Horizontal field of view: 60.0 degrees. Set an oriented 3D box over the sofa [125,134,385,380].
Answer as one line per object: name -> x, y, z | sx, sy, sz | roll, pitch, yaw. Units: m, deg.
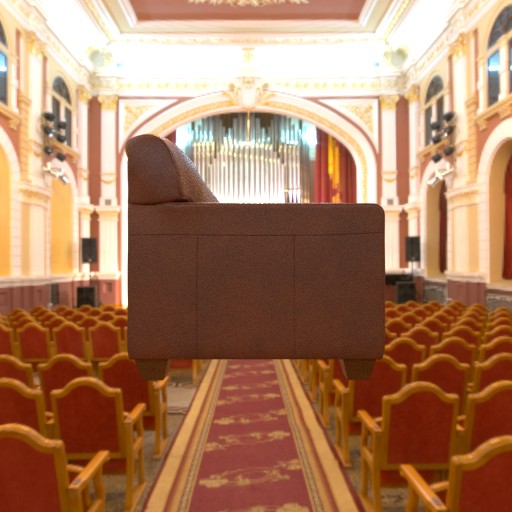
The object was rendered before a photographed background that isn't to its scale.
sofa -> 0.000, 0.000, 2.617 | 1.008, 0.953, 2.039 | 0, -1, 0
